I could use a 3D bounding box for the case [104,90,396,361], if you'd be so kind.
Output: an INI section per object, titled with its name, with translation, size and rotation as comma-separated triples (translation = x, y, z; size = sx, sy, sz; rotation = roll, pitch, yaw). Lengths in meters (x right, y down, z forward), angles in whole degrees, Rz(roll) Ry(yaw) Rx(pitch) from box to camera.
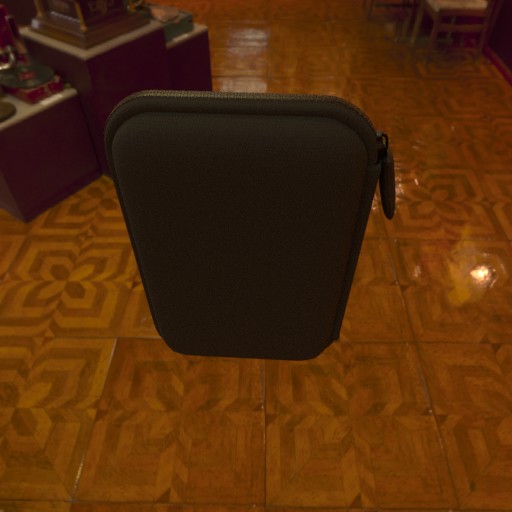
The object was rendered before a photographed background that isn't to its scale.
[case]
translation = 0.000, 0.000, 0.194
size = 0.107, 0.147, 0.030
rotation = 2, 46, 2
